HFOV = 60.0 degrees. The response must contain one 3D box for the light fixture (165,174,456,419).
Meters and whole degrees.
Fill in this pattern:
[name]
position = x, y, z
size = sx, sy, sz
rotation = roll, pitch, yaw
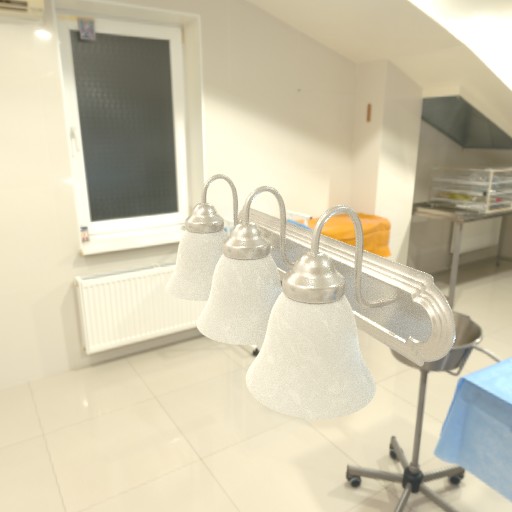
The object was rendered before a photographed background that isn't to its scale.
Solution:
[light fixture]
position = 0.000, 0.000, 0.710
size = 0.199, 0.222, 0.610
rotation = -8, 18, -25
